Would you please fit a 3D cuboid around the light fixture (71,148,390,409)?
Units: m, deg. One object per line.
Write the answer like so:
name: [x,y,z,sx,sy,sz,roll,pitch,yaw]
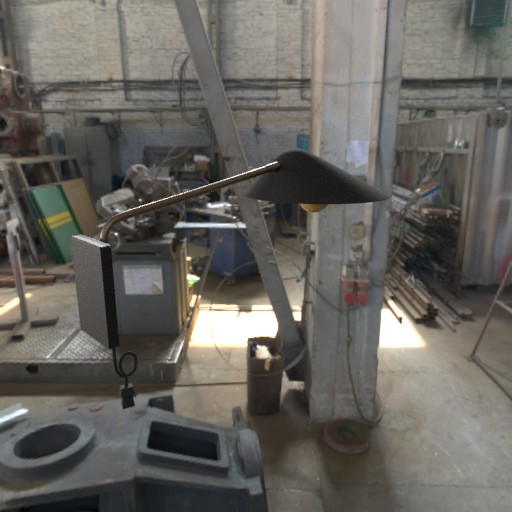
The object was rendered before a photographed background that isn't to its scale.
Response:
light fixture: [0.000,0.000,0.667,0.516,0.312,0.240,-14,20,-42]
